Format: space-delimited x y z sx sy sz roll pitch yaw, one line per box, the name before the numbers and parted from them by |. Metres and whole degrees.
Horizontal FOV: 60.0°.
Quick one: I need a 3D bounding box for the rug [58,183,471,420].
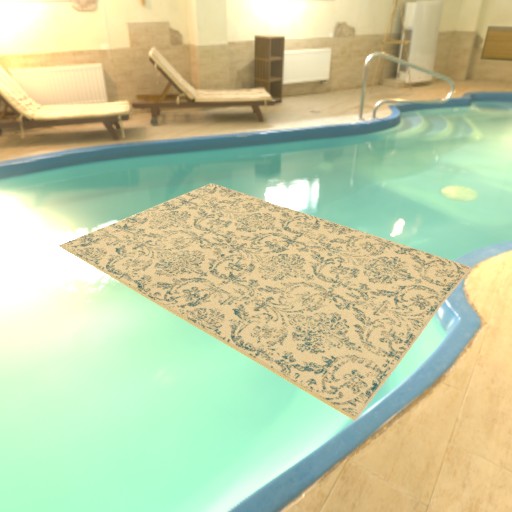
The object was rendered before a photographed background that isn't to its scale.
rug | 0.000 0.000 3.511 2.746 0.018 1.819 23 37 33
